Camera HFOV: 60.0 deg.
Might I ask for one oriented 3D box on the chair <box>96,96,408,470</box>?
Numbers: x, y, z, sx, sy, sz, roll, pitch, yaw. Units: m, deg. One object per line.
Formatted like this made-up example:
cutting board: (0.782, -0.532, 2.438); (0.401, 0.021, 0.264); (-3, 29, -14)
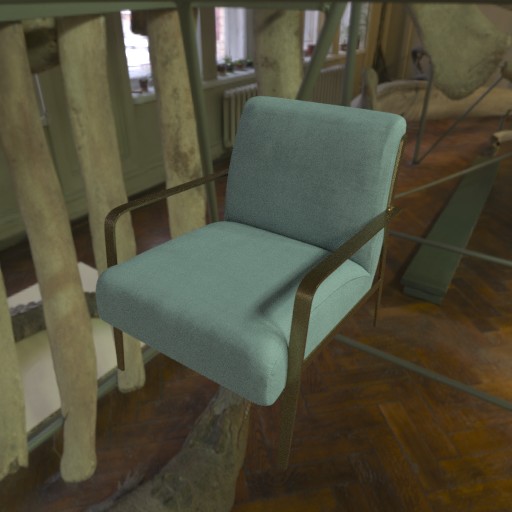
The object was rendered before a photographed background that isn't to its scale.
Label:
chair: (0.000, 0.000, 1.443); (0.701, 0.824, 0.842); (19, 36, 29)
